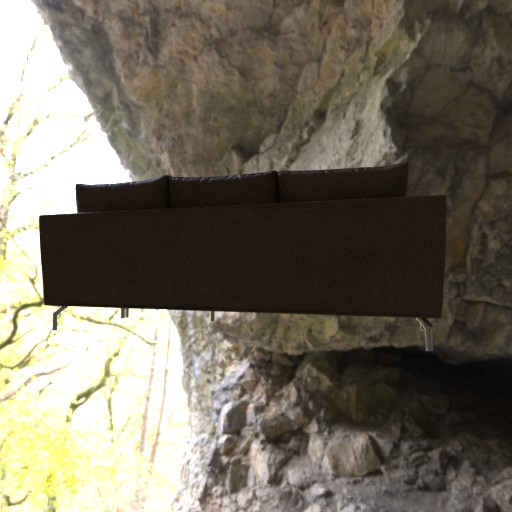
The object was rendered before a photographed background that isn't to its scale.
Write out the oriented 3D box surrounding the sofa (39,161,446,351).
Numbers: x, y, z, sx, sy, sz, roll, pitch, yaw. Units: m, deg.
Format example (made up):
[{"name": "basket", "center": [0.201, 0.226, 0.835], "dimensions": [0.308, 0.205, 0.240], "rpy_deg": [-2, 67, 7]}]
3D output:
[{"name": "sofa", "center": [0.000, 0.000, 3.230], "dimensions": [2.438, 0.987, 1.622], "rpy_deg": [-1, -2, 18]}]
